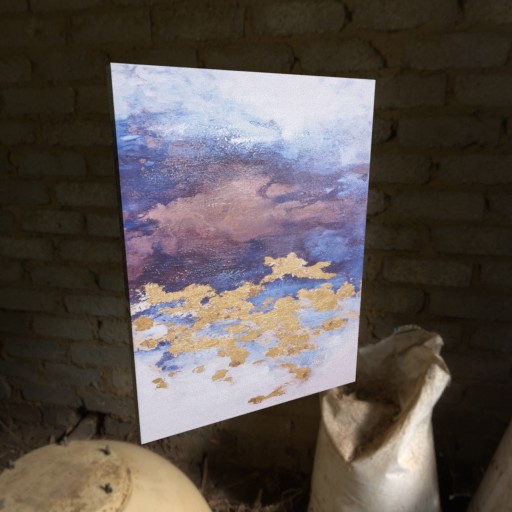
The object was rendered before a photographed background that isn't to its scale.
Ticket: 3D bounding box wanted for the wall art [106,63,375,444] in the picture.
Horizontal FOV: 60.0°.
[{"bbox_3d":[0.000,0.000,0.758,0.437,0.581,0.036,-7,17,-25],"label":"wall art"}]
